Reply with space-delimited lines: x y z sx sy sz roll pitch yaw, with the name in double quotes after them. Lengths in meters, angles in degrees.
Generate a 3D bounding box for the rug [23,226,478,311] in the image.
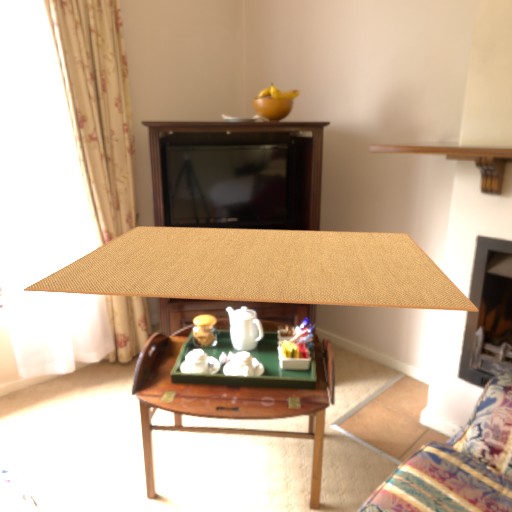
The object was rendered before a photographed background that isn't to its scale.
0.000 0.000 2.769 2.134 0.013 1.524 2 16 7 "rug"
